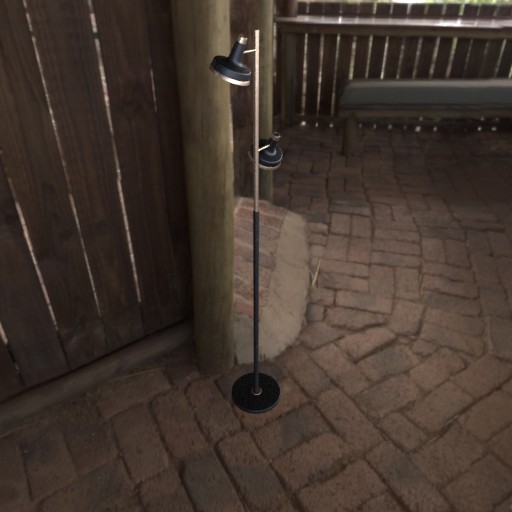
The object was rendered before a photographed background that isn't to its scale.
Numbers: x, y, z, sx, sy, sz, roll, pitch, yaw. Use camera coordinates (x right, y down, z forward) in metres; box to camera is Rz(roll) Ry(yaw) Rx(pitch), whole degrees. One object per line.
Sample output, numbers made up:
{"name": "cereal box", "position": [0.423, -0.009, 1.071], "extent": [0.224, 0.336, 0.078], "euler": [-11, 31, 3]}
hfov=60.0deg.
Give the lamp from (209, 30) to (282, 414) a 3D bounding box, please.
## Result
{"name": "lamp", "position": [0.000, 0.000, 1.835], "extent": [0.253, 1.674, 0.351], "euler": [21, 38, 30]}
